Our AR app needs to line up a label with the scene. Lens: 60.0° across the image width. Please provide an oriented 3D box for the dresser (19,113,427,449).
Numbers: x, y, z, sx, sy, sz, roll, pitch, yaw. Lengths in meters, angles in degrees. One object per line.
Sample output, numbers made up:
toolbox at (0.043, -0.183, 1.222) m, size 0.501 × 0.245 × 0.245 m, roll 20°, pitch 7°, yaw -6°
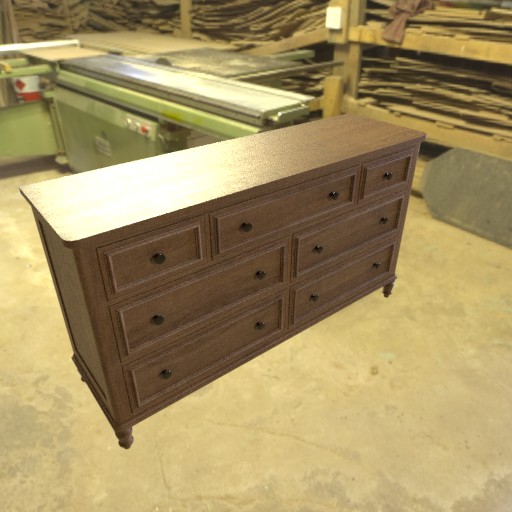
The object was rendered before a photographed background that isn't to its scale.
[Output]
dresser at (0.000, 0.000, 1.924) m, size 1.583 × 0.892 × 0.468 m, roll -22°, pitch 38°, yaw -32°
